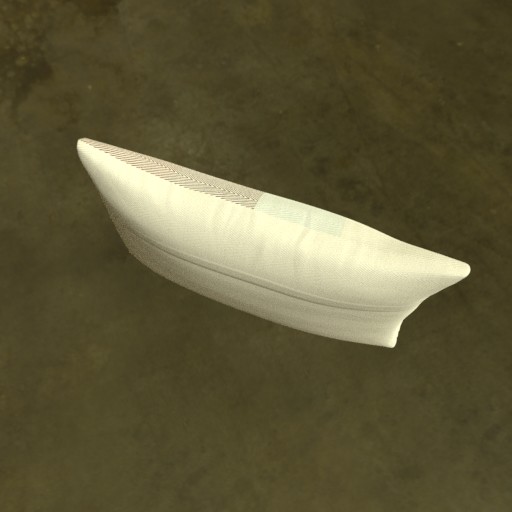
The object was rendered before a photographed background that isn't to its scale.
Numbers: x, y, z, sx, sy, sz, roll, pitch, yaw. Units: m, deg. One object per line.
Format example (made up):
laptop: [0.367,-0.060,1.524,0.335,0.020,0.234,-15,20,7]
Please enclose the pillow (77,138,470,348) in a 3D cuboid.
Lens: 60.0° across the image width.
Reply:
pillow: [0.000,0.000,0.658,0.506,0.305,0.139,19,65,9]
